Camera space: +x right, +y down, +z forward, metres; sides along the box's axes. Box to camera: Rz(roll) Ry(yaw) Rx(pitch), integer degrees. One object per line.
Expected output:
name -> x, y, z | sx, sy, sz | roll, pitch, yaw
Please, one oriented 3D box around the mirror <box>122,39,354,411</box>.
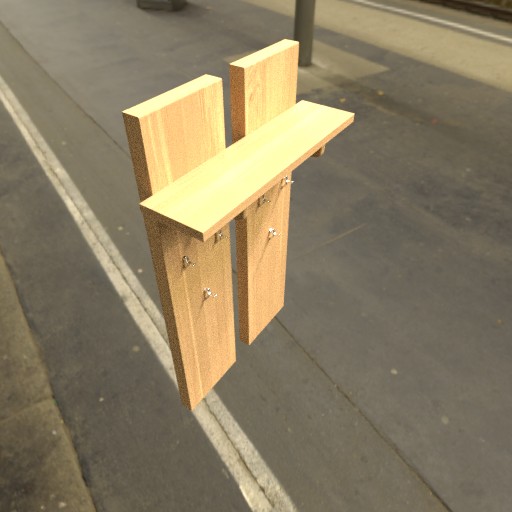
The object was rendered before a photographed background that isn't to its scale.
mirror -> 0.000, 0.000, 1.588 | 0.260, 1.250, 0.800 | 24, 47, 25
